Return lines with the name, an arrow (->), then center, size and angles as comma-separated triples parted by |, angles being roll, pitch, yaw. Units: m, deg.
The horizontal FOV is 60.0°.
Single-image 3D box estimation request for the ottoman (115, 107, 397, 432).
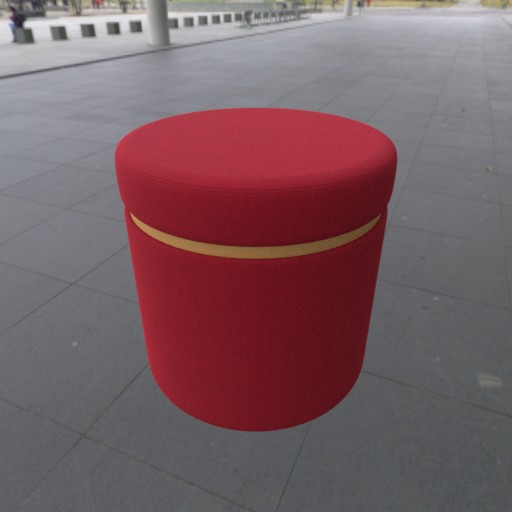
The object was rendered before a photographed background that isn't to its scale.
ottoman -> 0.000, 0.000, 0.740 | 0.400, 0.406, 0.400 | 0, 30, 0
